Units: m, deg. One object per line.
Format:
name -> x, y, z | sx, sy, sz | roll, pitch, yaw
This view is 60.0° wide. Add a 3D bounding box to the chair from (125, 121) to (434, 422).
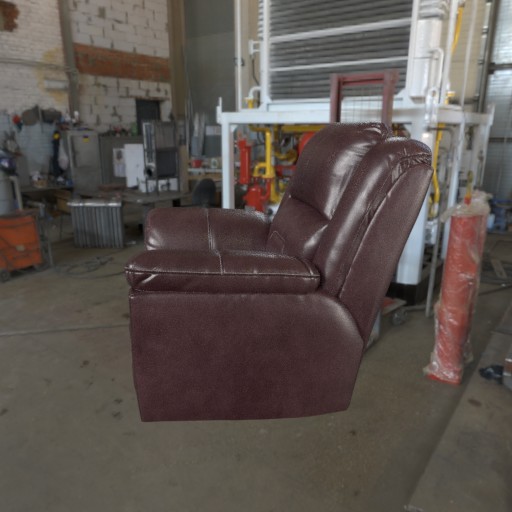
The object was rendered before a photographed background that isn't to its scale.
chair -> 0.000, 0.000, 1.884 | 1.041, 1.093, 0.990 | -2, 16, -8
